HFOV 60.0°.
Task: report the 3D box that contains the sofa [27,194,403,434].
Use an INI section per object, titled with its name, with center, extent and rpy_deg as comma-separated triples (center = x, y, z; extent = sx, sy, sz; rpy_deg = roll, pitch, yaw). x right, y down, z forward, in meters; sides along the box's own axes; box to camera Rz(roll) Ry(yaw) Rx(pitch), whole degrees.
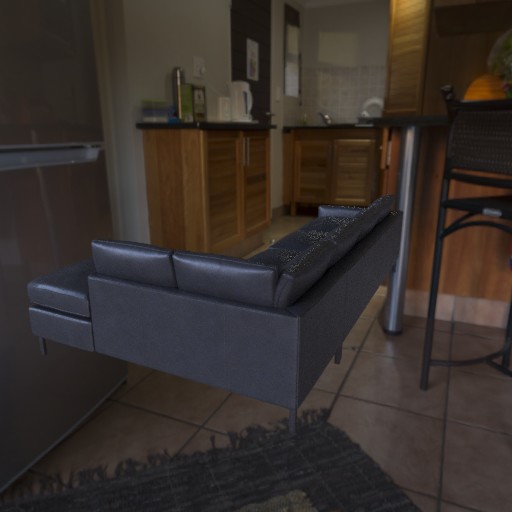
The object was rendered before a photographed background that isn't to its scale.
[sofa]
center = 0.000, 0.000, 3.789
extent = 1.938, 0.877, 2.984
rpy_deg = 8, 19, 25
